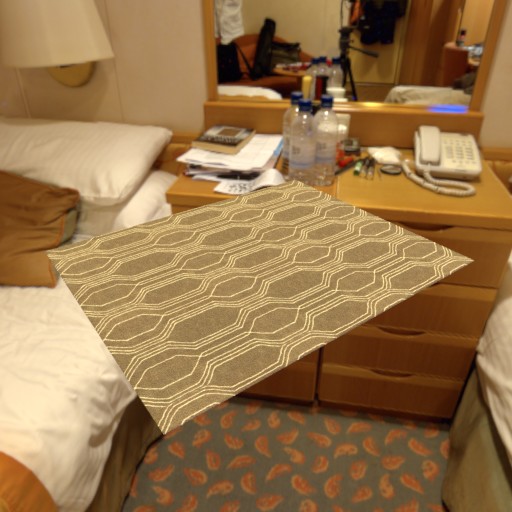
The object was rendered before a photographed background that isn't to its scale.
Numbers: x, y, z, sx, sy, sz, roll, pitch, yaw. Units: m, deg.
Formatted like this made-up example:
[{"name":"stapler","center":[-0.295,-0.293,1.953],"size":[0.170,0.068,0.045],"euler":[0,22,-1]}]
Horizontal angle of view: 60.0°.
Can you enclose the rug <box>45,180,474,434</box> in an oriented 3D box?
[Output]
[{"name":"rug","center":[0.000,0.000,4.049],"size":[3.062,0.012,2.457],"euler":[-21,37,-31]}]
